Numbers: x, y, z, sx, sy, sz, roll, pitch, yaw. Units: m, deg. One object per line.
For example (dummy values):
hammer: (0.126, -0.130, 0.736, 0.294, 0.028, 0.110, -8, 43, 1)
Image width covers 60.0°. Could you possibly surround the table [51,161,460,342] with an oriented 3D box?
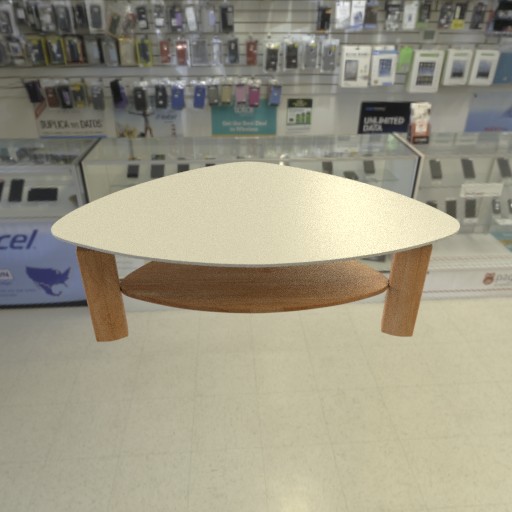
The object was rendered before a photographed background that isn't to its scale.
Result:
table: (0.000, 0.000, 1.631, 1.250, 0.440, 0.850, -1, 30, -1)
